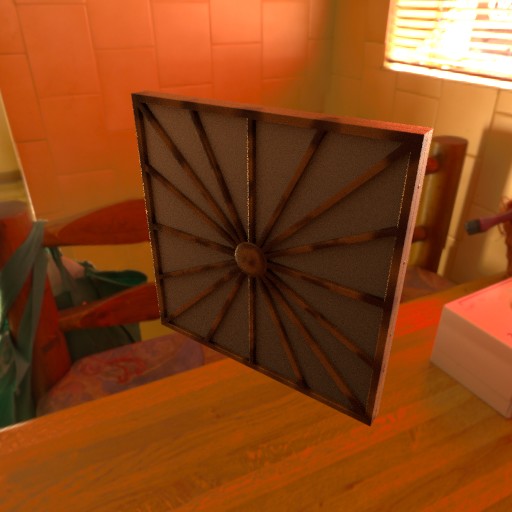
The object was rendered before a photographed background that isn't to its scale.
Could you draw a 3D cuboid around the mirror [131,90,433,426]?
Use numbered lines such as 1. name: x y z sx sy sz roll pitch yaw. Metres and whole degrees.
1. mirror: 0.000 0.000 0.787 0.509 0.507 0.042 19 34 30
